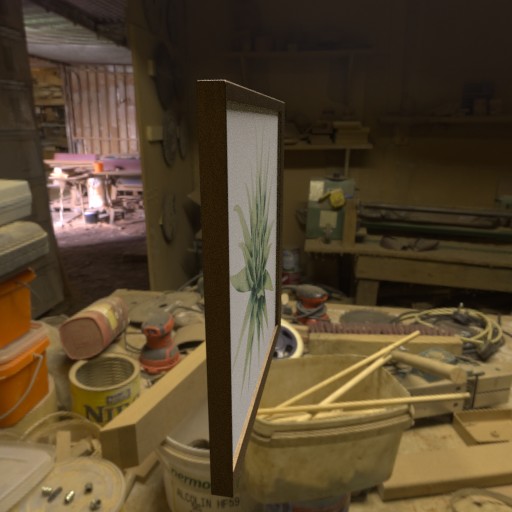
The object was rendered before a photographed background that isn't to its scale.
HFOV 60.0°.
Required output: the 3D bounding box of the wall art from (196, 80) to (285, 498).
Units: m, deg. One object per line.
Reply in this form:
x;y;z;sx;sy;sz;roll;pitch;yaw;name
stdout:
0.000;0.000;0.742;0.030;0.506;0.503;3;17;10;wall art
